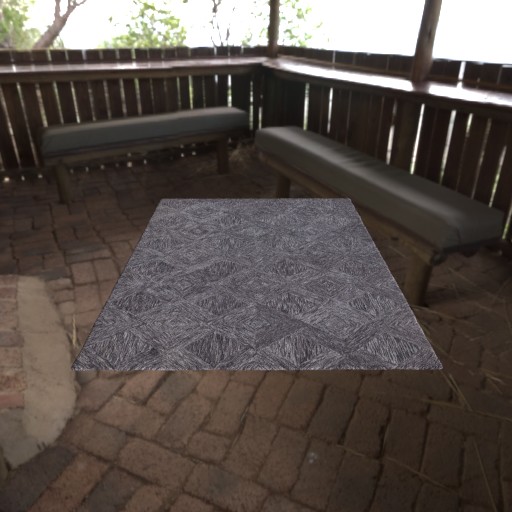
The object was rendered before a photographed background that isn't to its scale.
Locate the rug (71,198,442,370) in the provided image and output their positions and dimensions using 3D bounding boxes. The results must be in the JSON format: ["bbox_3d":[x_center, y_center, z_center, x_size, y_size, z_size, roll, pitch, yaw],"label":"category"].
[{"bbox_3d":[0.000,0.000,4.311,2.448,0.017,3.204,0,27,0],"label":"rug"}]
